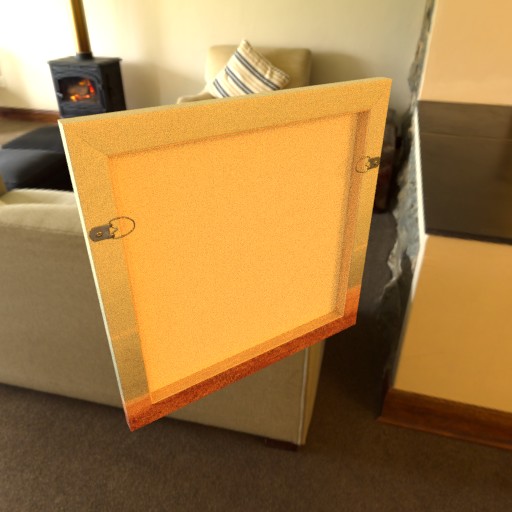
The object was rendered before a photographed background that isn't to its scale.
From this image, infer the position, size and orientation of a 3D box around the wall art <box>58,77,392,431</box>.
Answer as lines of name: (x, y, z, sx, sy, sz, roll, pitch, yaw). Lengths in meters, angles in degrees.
wall art: (0.000, 0.000, 0.871, 0.605, 0.605, 0.034, -19, 36, -28)
